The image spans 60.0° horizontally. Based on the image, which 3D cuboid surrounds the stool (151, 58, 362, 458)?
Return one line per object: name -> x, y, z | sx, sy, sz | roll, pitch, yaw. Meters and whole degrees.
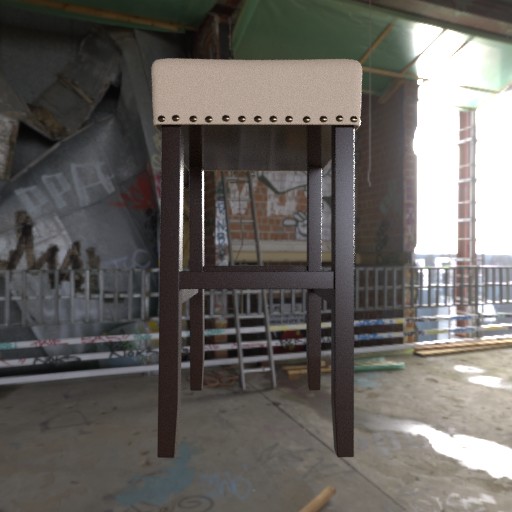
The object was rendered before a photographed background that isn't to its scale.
stool -> 0.000, 0.000, 1.061 | 0.401, 0.762, 0.471 | 0, 0, 0
